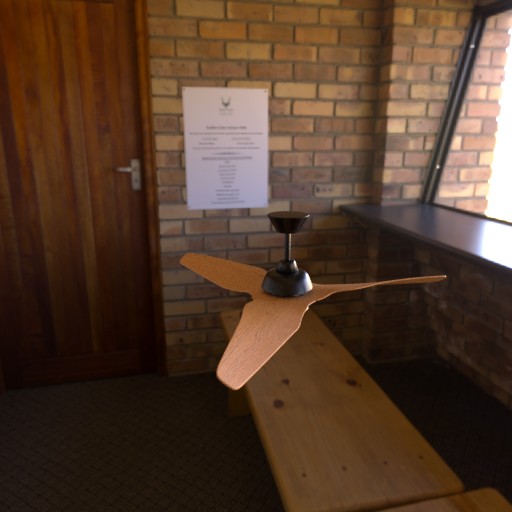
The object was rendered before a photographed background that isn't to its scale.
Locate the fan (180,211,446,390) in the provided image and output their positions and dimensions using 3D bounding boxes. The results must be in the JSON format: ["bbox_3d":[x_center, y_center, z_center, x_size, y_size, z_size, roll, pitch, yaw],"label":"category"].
[{"bbox_3d":[0.000,0.000,1.686,1.142,0.355,1.010,-14,21,-43],"label":"fan"}]
